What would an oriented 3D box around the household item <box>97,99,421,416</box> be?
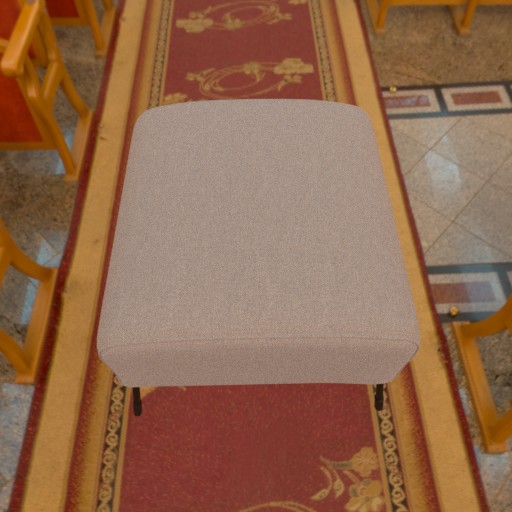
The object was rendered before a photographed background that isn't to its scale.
[{"bbox_3d":[0.000,0.000,0.902,0.530,0.410,0.530,-1,58,-1],"label":"household item"}]
